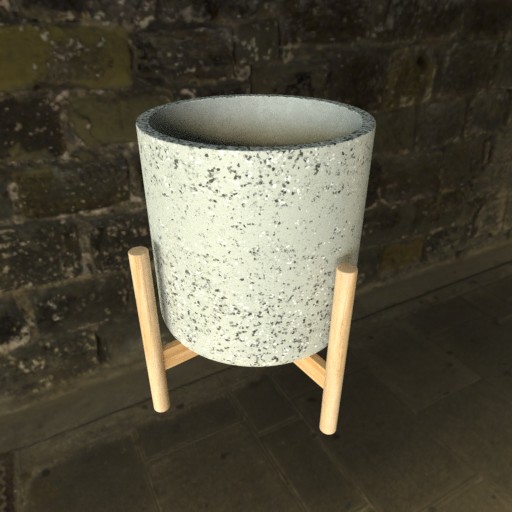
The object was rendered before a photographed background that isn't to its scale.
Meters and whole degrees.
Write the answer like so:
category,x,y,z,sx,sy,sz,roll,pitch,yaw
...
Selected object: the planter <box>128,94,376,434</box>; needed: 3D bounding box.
category,x,y,z,sx,sy,sz,roll,pitch,yaw
planter,0.000,0.000,0.679,0.360,0.419,0.360,-7,31,-12
